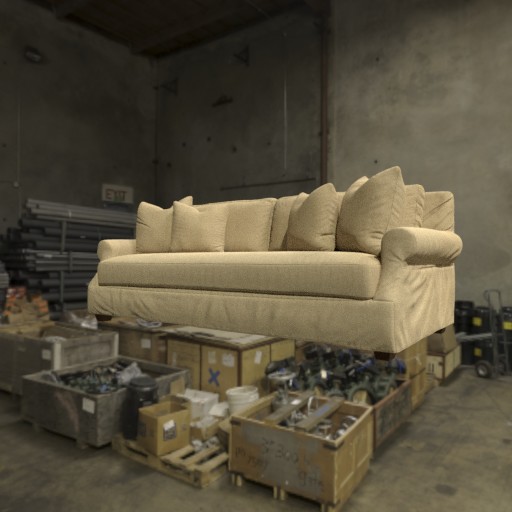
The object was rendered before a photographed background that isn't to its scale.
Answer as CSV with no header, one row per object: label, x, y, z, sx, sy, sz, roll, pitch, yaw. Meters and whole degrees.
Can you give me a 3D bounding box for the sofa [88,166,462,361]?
sofa,0.000,0.000,2.855,2.285,0.904,1.067,0,-1,36
